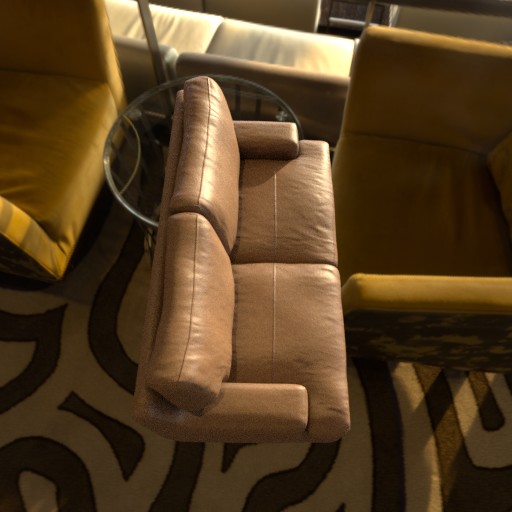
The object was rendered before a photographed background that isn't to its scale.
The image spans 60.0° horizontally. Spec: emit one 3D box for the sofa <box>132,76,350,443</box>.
[{"bbox_3d":[0.000,0.000,2.438,0.962,0.980,1.855,1,62,0],"label":"sofa"}]
